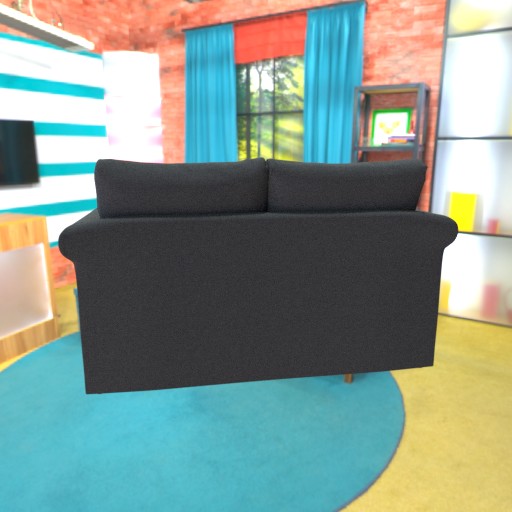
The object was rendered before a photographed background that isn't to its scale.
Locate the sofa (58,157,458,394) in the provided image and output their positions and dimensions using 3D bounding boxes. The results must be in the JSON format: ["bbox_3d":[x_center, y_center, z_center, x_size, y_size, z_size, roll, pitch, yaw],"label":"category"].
[{"bbox_3d":[0.000,0.000,1.983,1.460,0.872,0.741,-2,14,-9],"label":"sofa"}]
